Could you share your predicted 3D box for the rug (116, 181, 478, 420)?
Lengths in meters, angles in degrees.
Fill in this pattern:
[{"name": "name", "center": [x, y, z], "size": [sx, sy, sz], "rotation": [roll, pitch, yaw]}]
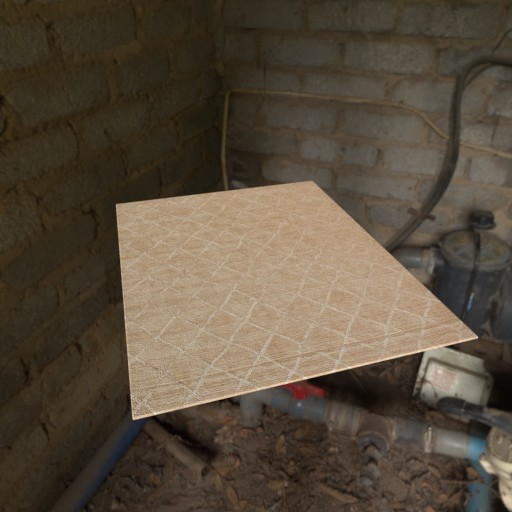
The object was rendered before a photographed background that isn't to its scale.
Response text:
[{"name": "rug", "center": [0.000, 0.000, 4.119], "size": [2.420, 0.019, 3.039], "rotation": [-9, 33, -14]}]
